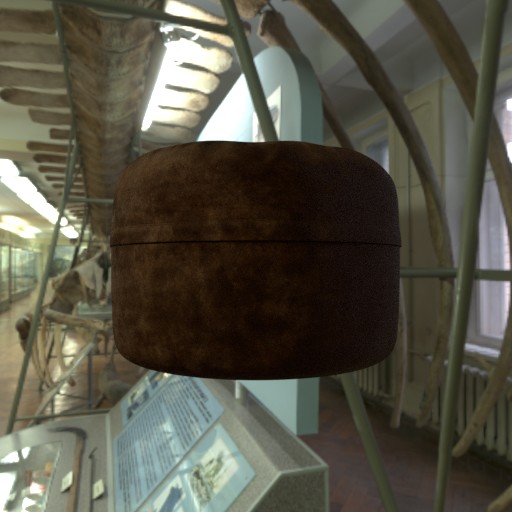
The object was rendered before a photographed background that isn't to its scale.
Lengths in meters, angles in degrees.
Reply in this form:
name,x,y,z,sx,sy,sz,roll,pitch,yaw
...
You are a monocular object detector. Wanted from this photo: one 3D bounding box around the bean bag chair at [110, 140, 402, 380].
name,x,y,z,sx,sy,sz,roll,pitch,yaw
bean bag chair,0.000,0.000,1.465,0.918,0.616,0.918,0,-1,0
